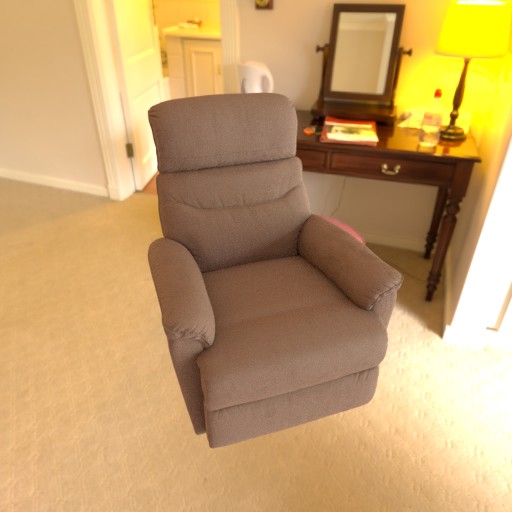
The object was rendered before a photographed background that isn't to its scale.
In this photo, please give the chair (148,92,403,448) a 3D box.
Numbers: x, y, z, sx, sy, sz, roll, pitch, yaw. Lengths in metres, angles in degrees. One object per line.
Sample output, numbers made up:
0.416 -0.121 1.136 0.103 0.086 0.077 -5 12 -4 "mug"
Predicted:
0.000 0.000 1.731 0.820 1.037 1.004 -10 34 -16 "chair"
